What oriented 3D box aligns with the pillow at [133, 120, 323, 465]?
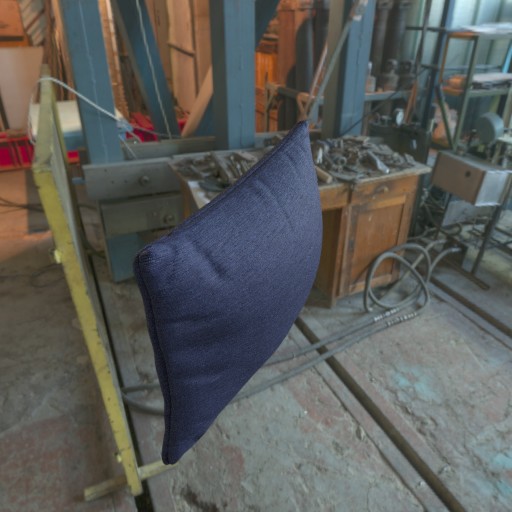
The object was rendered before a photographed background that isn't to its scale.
[{"bbox_3d":[0.000,0.000,0.780,0.210,0.338,0.633,11,32,18],"label":"pillow"}]
